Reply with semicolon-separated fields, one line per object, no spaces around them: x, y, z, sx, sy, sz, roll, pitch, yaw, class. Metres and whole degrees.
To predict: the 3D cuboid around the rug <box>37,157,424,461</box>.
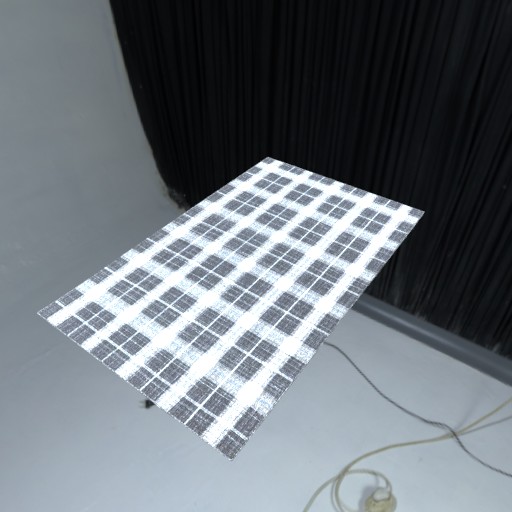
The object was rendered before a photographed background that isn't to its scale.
0.000;0.000;3.087;1.520;0.015;2.434;26;47;27;rug
